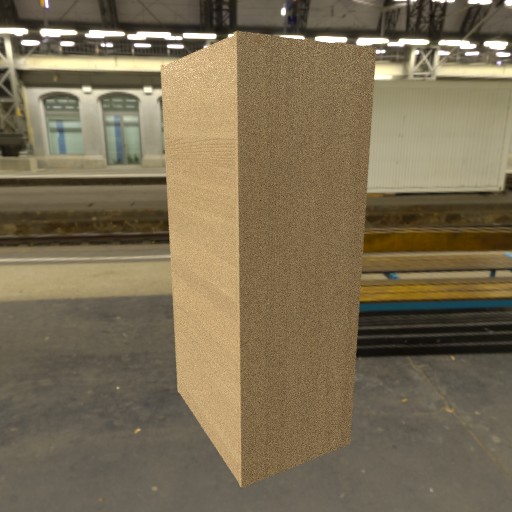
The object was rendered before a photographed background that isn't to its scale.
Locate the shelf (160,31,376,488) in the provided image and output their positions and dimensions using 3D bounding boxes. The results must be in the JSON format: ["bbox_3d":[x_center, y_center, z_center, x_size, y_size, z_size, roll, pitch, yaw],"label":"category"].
[{"bbox_3d":[0.000,0.000,1.060,0.292,0.876,0.417,-8,17,-27],"label":"shelf"}]
